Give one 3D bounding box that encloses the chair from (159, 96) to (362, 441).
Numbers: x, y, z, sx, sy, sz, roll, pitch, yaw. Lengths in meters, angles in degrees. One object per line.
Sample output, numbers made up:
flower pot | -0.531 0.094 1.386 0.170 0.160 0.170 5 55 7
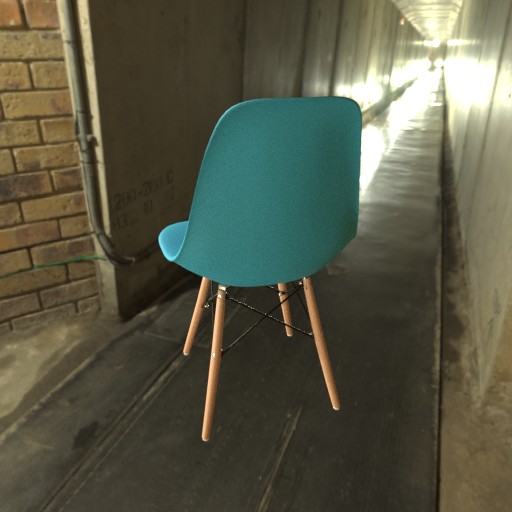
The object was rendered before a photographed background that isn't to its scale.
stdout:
chair | 0.000 0.000 1.139 0.470 0.826 0.531 -7 27 -15
